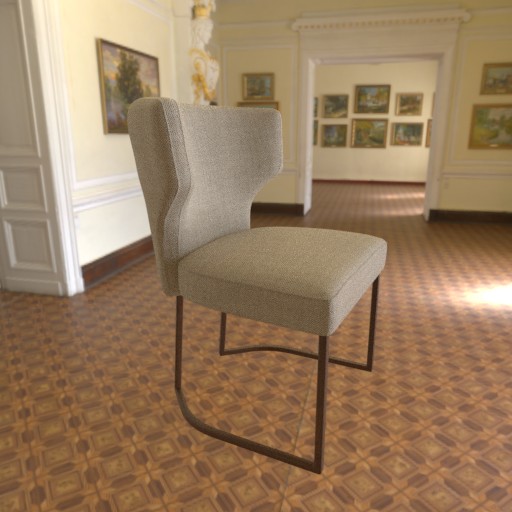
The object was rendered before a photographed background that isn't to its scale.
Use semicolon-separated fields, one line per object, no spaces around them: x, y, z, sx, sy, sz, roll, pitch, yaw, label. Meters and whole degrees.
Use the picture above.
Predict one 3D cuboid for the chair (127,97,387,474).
0.000;0.000;1.234;0.617;0.824;0.611;8;17;26;chair
